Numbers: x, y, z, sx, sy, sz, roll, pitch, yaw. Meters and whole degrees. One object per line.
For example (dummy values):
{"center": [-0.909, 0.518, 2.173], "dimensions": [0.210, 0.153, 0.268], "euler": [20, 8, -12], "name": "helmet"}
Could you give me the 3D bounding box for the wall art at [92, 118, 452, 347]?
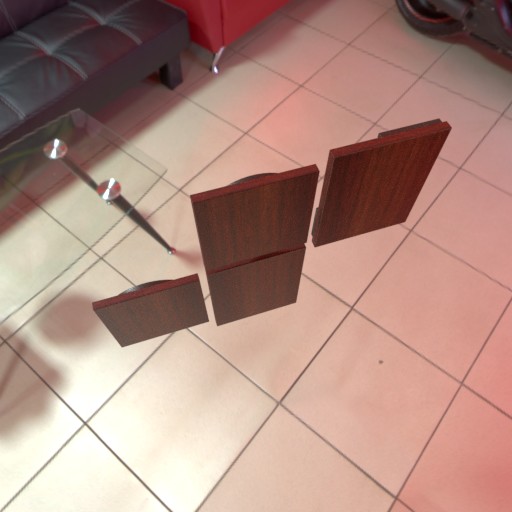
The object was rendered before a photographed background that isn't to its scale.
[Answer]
{"center": [0.000, 0.000, 0.861], "dimensions": [0.635, 0.497, 0.030], "euler": [-16, 60, -9], "name": "wall art"}
